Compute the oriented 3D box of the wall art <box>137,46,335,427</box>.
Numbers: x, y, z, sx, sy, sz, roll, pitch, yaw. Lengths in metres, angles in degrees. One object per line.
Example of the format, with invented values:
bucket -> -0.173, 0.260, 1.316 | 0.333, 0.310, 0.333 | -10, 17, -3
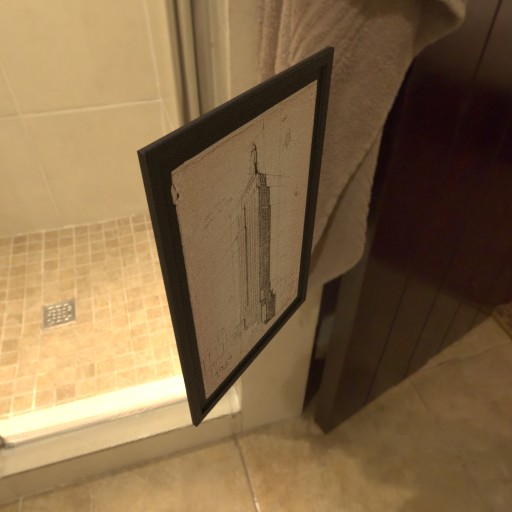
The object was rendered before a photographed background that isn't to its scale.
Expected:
wall art -> 0.000, 0.000, 0.866 | 0.012, 0.661, 0.451 | 26, 49, 26
